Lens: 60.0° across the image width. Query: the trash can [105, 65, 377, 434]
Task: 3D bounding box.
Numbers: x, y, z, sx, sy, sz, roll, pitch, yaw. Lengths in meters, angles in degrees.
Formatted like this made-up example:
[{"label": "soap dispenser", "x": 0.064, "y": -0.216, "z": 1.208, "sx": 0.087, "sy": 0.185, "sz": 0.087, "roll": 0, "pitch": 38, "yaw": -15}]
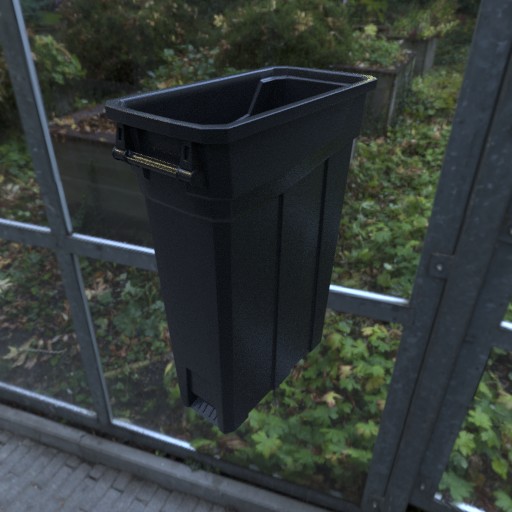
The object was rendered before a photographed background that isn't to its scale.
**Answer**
[{"label": "trash can", "x": 0.000, "y": 0.000, "z": 1.058, "sx": 0.281, "sy": 0.762, "sz": 0.559, "roll": 22, "pitch": 38, "yaw": 32}]
